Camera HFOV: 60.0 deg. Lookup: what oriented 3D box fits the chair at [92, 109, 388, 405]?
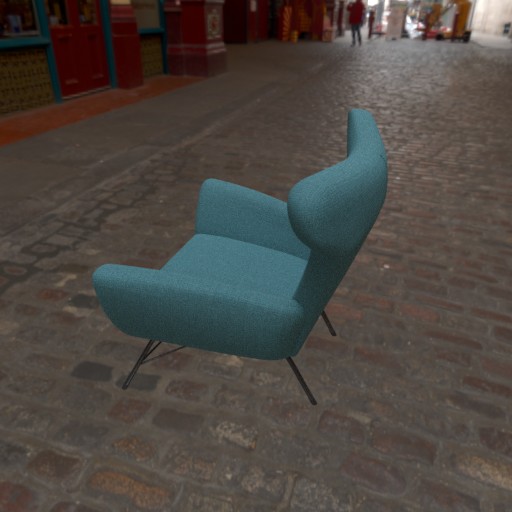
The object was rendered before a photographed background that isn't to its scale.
[{"bbox_3d":[0.000,0.000,1.733,0.900,0.980,1.050,9,31,16],"label":"chair"}]
